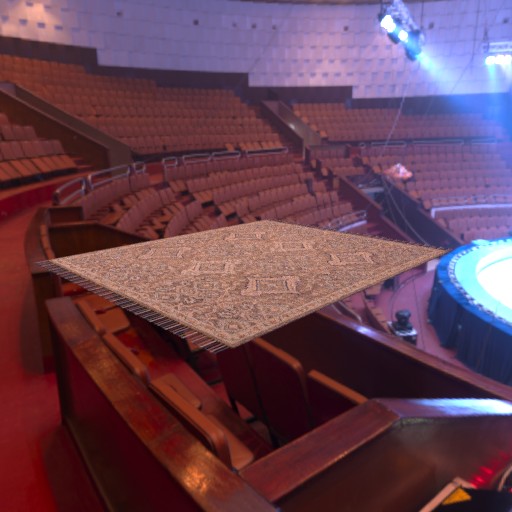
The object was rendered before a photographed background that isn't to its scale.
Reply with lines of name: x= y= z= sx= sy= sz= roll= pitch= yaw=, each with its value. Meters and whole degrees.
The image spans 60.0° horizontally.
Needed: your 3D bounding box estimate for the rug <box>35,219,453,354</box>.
rug: x=0.000 y=0.000 z=4.109 sx=2.437 sy=0.010 sz=3.056 roll=14 pitch=20 yaw=43
